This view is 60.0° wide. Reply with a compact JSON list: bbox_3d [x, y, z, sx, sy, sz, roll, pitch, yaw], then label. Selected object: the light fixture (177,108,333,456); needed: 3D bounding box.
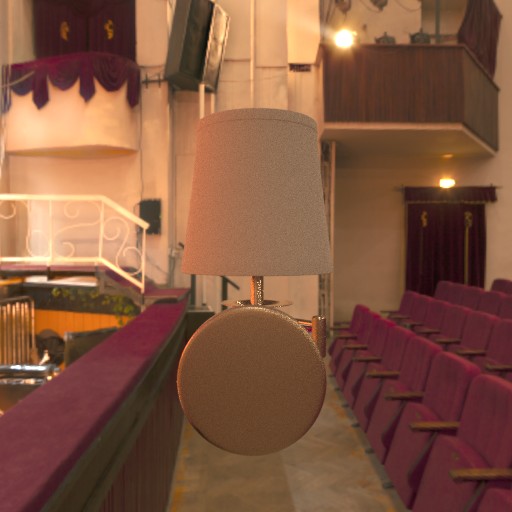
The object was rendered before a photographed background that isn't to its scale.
[{"bbox_3d":[0.000,0.000,0.597,0.223,0.381,0.348,0,1,1],"label":"light fixture"}]
